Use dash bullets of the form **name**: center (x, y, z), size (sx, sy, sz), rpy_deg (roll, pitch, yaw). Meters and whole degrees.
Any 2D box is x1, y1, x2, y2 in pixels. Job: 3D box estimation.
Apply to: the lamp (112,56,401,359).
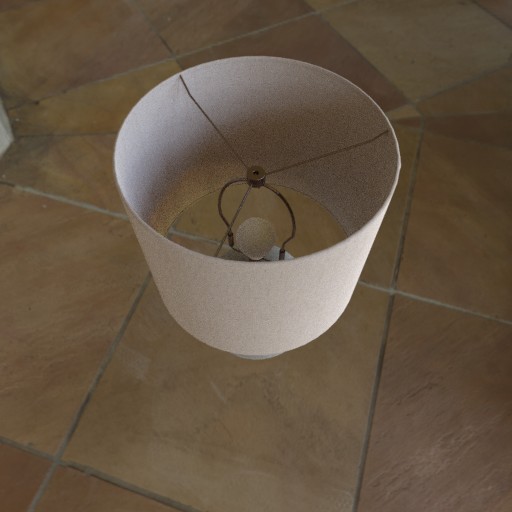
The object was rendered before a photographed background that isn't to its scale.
- **lamp**: center (0.000, 0.000, 0.592), size (0.269, 0.409, 0.269), rpy_deg (18, 60, 11)
